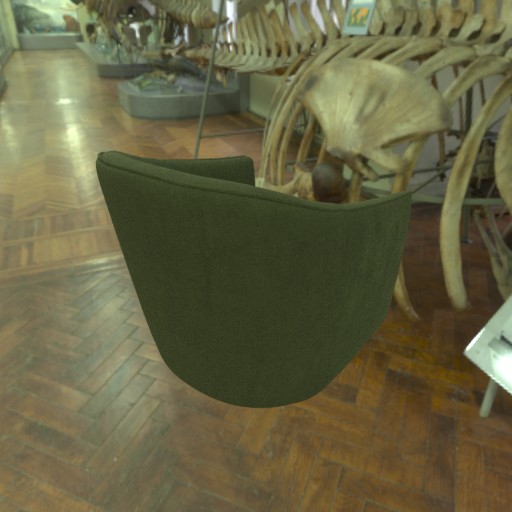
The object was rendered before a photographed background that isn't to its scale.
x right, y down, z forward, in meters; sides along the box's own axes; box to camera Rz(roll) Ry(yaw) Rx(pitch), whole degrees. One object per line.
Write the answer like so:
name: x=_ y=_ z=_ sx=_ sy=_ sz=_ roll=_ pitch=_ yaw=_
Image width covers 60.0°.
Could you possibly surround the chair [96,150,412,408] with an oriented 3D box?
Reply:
chair: x=0.000 y=0.000 z=1.447 sx=0.747 sy=0.799 sz=0.875 roll=20 pitch=34 yaw=32
